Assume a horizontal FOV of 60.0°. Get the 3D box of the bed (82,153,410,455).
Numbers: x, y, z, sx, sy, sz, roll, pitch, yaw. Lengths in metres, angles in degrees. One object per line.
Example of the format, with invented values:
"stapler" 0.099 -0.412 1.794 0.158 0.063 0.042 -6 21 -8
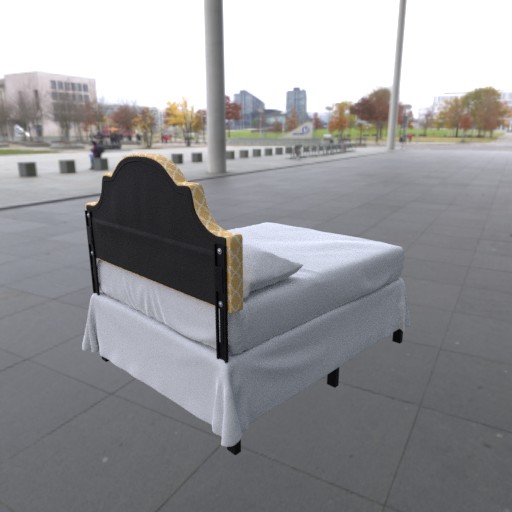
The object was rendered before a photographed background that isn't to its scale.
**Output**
"bed" 0.000 0.000 3.480 1.780 1.633 2.222 15 21 43
